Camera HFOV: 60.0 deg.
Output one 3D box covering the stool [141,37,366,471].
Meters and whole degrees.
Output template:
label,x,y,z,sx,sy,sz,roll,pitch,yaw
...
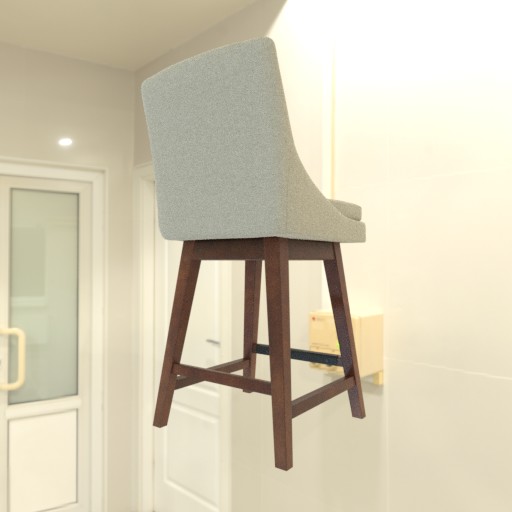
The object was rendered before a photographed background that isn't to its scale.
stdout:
label,x,y,z,sx,sy,sz,roll,pitch,yaw
stool,0.000,0.000,1.310,0.469,0.991,0.559,0,-1,37
